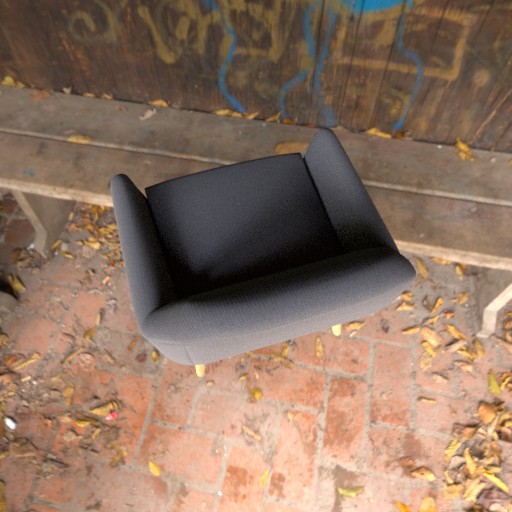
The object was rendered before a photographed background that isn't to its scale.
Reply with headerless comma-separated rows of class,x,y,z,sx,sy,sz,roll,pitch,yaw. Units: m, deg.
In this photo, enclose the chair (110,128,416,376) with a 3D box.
chair,0.000,0.000,1.392,0.770,0.800,0.779,-15,60,-9
